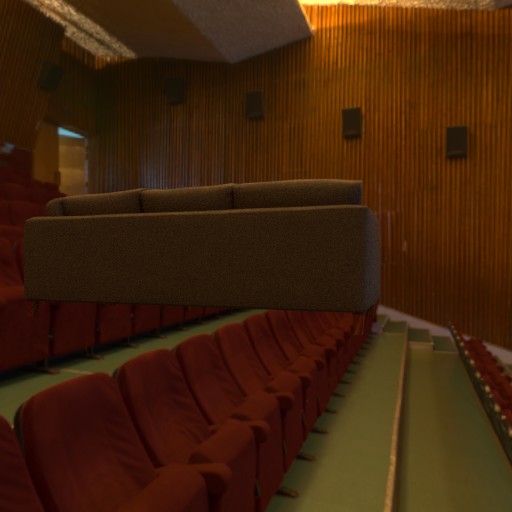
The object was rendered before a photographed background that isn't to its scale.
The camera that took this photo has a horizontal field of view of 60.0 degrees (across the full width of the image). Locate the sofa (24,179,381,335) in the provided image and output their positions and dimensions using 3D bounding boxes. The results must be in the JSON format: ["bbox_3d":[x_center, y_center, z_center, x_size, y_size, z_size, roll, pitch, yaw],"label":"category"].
[{"bbox_3d":[0.000,0.000,4.557,2.594,0.961,3.460,0,-1,19],"label":"sofa"}]
